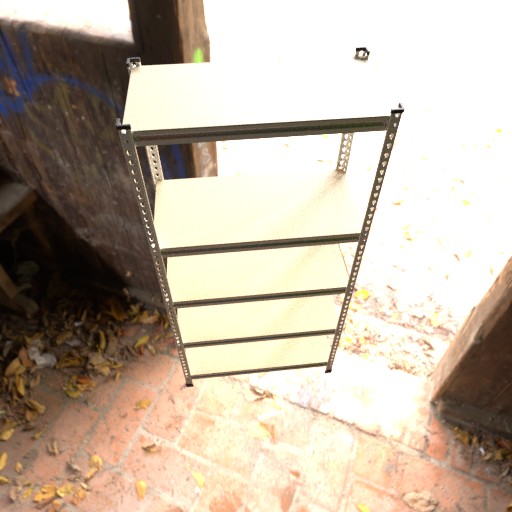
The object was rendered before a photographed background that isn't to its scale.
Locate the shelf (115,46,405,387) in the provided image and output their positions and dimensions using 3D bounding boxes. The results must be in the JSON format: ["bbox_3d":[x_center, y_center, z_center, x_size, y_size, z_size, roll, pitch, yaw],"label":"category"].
[{"bbox_3d":[0.000,0.000,2.217,0.914,1.829,0.457,-5,49,-4],"label":"shelf"}]
